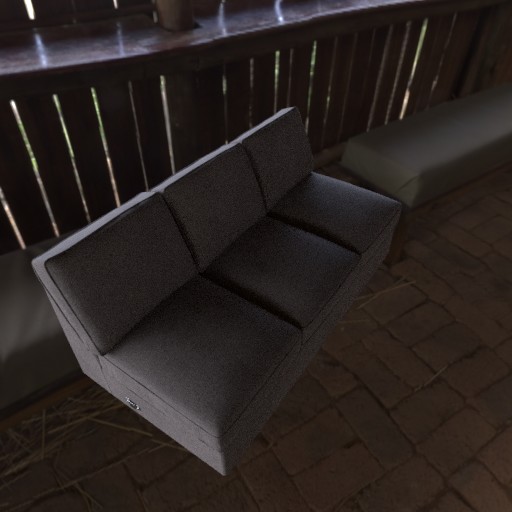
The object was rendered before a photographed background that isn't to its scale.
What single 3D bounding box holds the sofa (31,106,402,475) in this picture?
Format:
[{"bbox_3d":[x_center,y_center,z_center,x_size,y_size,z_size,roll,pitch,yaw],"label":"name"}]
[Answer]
[{"bbox_3d":[0.000,0.000,2.504,1.027,0.973,1.962,25,47,25],"label":"sofa"}]
